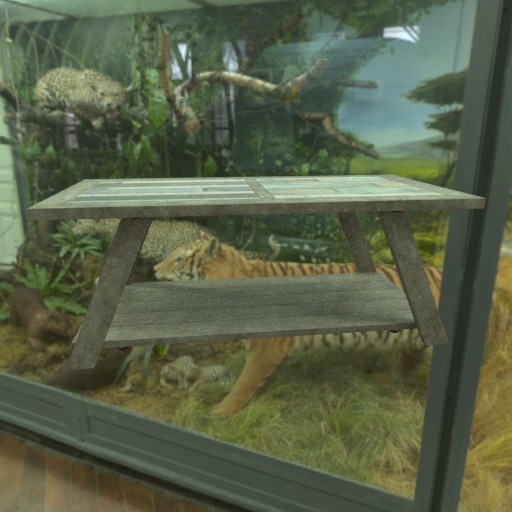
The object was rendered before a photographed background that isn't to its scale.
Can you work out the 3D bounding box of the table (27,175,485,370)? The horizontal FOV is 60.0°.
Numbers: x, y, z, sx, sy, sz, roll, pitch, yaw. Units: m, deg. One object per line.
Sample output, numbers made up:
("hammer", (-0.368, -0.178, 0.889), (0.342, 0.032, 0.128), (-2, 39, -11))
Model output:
("table", (0.000, 0.000, 1.523), (1.219, 0.470, 0.610), (-2, 17, -7))
